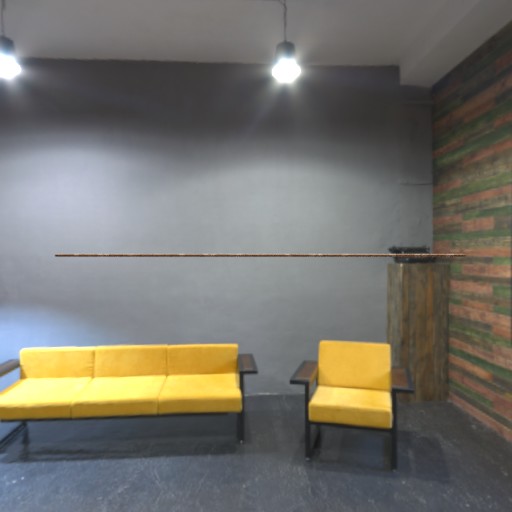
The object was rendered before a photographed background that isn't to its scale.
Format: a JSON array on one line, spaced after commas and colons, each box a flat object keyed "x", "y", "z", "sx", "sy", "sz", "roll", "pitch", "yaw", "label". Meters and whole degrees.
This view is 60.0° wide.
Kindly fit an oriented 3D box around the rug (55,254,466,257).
[{"x": 0.000, "y": 0.000, "z": 2.700, "sx": 1.524, "sy": 0.010, "sz": 2.134, "roll": 0, "pitch": 0, "yaw": -1, "label": "rug"}]
